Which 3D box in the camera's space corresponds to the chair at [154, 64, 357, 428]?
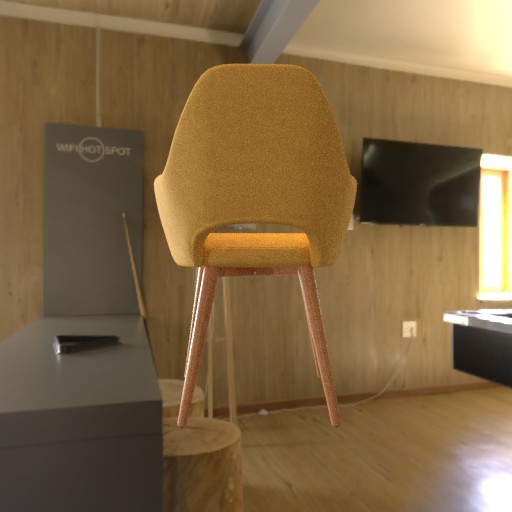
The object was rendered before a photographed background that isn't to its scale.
[{"bbox_3d":[0.000,0.000,1.256,0.590,0.840,0.610,0,0,-1],"label":"chair"}]
